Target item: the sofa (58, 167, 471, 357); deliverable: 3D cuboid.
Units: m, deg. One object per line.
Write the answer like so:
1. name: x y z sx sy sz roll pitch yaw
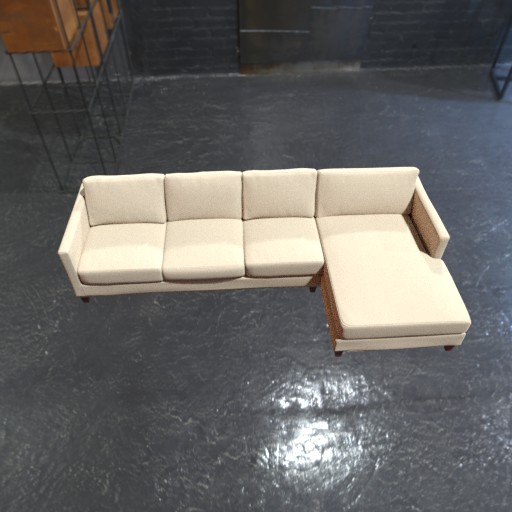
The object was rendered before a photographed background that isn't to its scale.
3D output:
1. sofa: 0.000 0.000 3.811 3.186 0.861 1.625 -2 46 -2
